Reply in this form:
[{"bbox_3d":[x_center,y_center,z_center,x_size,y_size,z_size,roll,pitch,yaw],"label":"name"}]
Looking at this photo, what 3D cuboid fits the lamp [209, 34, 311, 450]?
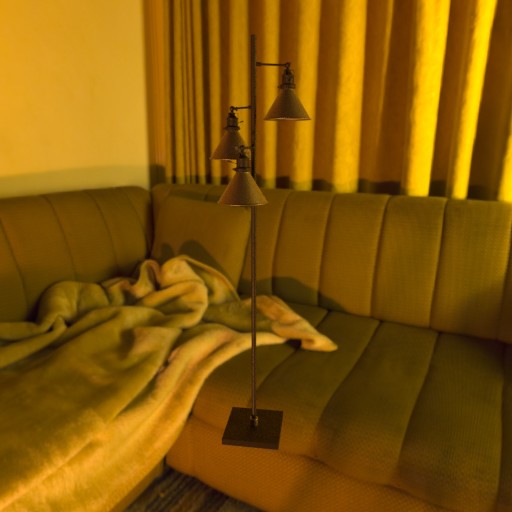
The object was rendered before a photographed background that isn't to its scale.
[{"bbox_3d":[0.000,0.000,1.867,0.428,1.716,0.415,2,15,8],"label":"lamp"}]
